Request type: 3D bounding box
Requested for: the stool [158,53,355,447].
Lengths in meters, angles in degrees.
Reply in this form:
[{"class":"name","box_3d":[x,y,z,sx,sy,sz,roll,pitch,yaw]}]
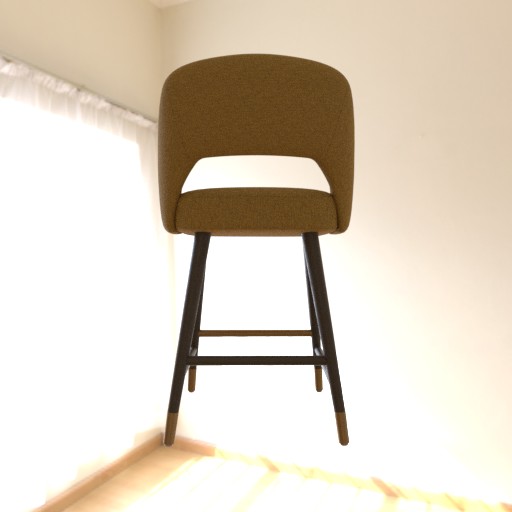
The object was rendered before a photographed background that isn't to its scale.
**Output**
[{"class":"stool","box_3d":[0.000,0.000,1.270,0.536,0.939,0.522,0,1,-1]}]
